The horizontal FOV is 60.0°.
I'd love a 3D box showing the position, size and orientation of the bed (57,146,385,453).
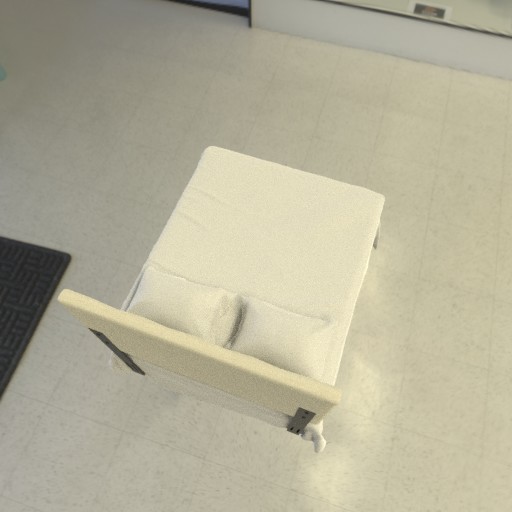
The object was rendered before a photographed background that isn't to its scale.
[{"bbox_3d":[0.000,0.000,3.456,1.936,1.577,2.222,18,64,9],"label":"bed"}]
